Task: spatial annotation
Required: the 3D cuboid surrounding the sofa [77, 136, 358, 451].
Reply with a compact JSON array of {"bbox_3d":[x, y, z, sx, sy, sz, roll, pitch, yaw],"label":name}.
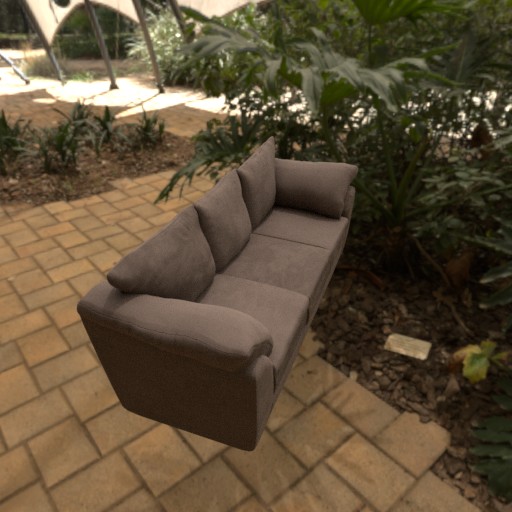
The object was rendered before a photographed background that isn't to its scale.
[{"bbox_3d":[0.000,0.000,2.871,0.893,0.981,2.377,11,32,18],"label":"sofa"}]
